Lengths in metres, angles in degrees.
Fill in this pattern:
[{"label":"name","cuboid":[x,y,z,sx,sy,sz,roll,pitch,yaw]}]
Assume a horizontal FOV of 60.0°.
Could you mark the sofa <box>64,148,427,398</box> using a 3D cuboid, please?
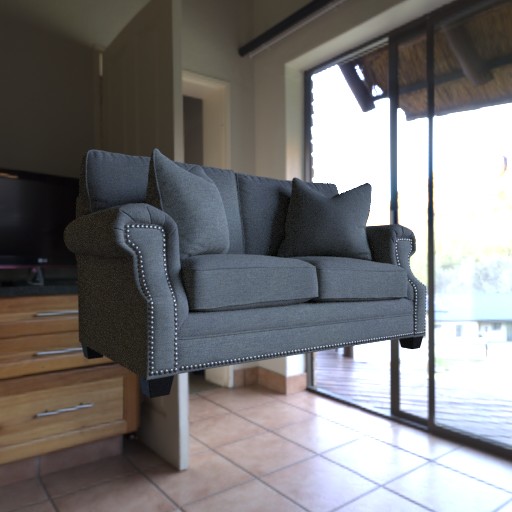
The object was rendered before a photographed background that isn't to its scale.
[{"label":"sofa","cuboid":[0.000,0.000,2.260,1.701,0.966,0.966,1,-1,-35]}]
